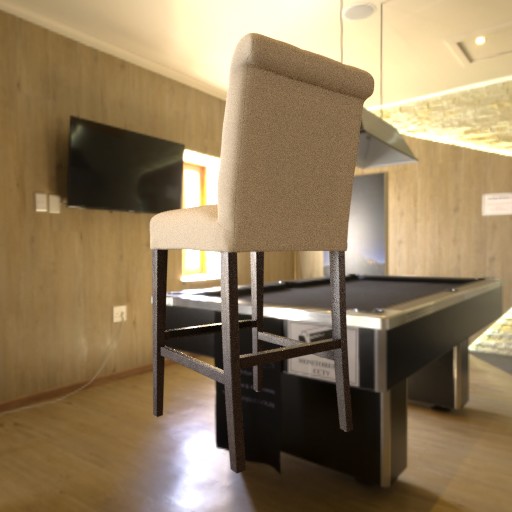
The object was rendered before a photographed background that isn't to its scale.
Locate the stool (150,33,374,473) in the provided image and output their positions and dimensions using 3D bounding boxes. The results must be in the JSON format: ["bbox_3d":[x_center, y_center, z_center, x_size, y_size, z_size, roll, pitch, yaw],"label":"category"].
[{"bbox_3d":[0.000,0.000,1.438,0.482,1.118,0.610,-1,2,-37],"label":"stool"}]
